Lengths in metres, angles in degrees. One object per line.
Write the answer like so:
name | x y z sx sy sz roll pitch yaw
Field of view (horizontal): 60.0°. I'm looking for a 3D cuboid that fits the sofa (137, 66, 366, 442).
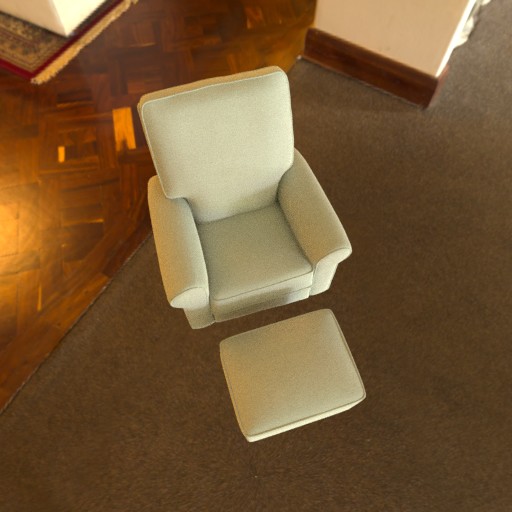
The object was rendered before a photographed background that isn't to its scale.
sofa | 0.000 0.000 2.056 0.880 0.959 1.478 -16 65 -8
